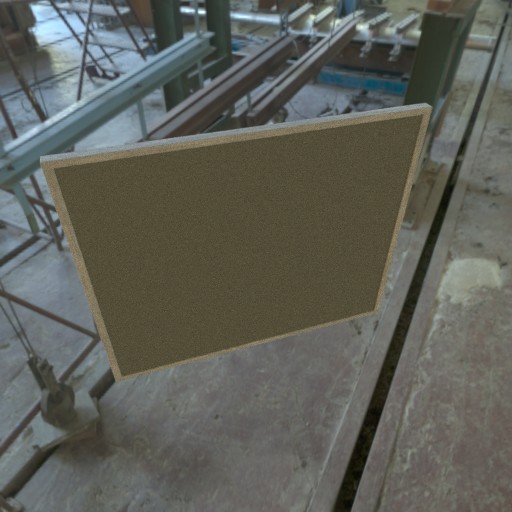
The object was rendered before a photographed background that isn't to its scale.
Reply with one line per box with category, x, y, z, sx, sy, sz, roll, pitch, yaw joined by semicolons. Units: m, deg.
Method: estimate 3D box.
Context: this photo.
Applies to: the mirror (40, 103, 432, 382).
mirror;0.000;0.000;1.137;0.839;0.689;0.028;-12;42;-14
